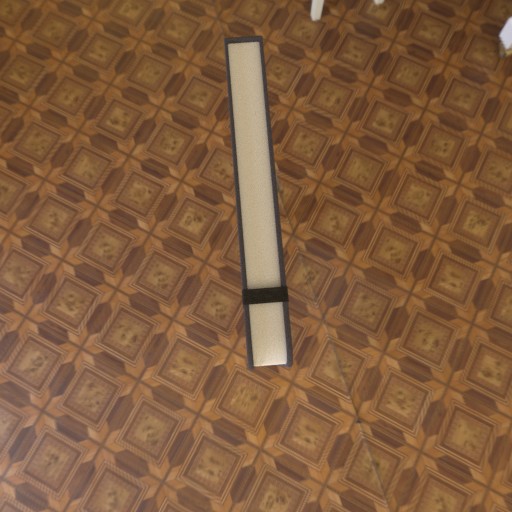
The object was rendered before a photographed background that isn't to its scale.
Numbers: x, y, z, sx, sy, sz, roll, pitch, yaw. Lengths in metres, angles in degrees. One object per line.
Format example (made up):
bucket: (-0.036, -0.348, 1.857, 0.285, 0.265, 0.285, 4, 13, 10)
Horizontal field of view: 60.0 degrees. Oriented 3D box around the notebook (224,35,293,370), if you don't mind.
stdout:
notebook: (0.000, 0.000, 0.262, 0.016, 0.213, 0.127, -4, 77, -1)
